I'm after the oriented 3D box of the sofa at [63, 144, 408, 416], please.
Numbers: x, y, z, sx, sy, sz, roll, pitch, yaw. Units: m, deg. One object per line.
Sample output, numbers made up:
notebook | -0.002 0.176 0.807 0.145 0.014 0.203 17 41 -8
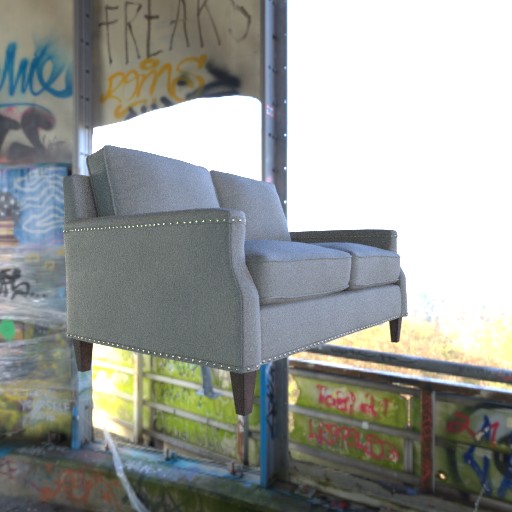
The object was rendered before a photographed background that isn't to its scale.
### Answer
sofa | 0.000 0.000 2.276 1.084 1.003 1.597 0 0 36
